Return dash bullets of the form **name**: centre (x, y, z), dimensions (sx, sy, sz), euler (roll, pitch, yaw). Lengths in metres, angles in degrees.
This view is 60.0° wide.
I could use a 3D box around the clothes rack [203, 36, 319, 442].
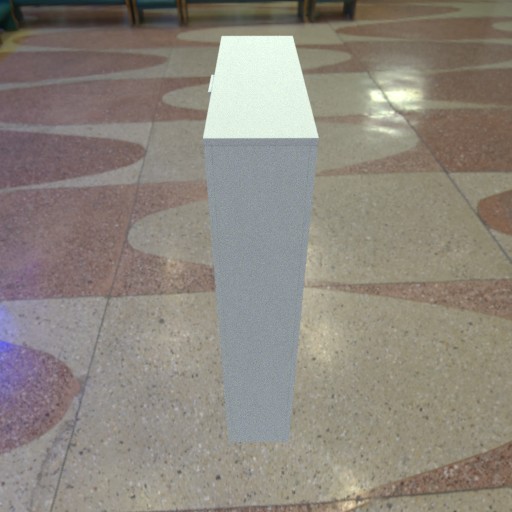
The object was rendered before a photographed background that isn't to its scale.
- **clothes rack**: centre (0.000, 0.000, 1.603), dimensions (0.250, 1.280, 0.750), euler (0, 41, 0)
